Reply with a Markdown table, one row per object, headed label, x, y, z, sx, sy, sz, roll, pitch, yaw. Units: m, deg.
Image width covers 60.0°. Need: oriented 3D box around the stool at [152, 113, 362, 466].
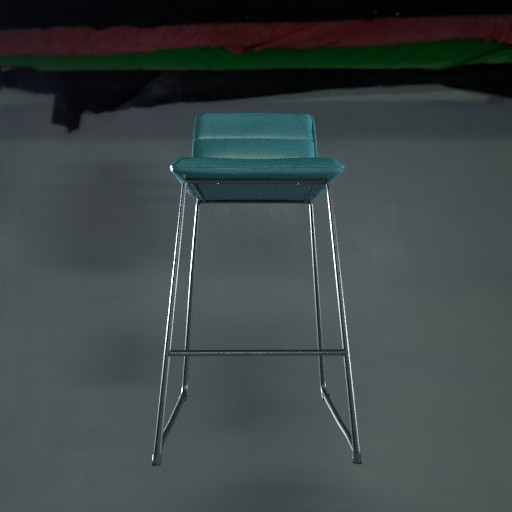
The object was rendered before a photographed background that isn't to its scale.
| label | x | y | z | sx | sy | sz | roll | pitch | yaw |
| --- | --- | --- | --- | --- | --- | --- | --- | --- | --- |
| stool | 0.000 | 0.000 | 1.222 | 0.489 | 0.936 | 0.524 | 0 | 0 | -1 |
